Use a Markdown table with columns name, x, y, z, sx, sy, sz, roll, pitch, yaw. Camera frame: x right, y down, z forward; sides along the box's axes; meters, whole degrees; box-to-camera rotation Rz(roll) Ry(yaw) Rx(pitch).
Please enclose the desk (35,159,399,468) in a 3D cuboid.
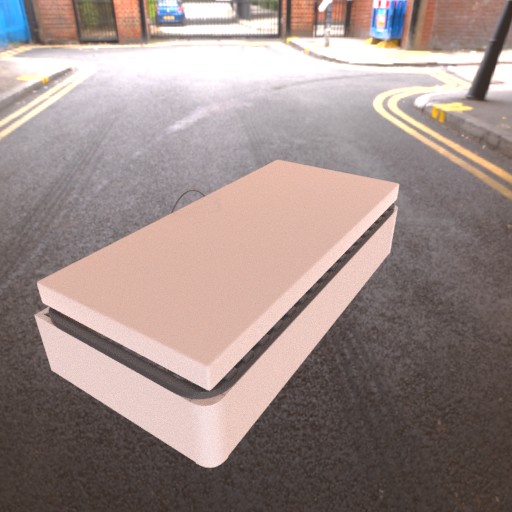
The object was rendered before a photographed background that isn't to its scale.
| name | x | y | z | sx | sy | sz | roll | pitch | yaw |
| --- | --- | --- | --- | --- | --- | --- | --- | --- | --- |
| desk | 0.000 | 0.000 | 2.285 | 0.900 | 0.526 | 1.900 | 18 | 35 | 28 |
